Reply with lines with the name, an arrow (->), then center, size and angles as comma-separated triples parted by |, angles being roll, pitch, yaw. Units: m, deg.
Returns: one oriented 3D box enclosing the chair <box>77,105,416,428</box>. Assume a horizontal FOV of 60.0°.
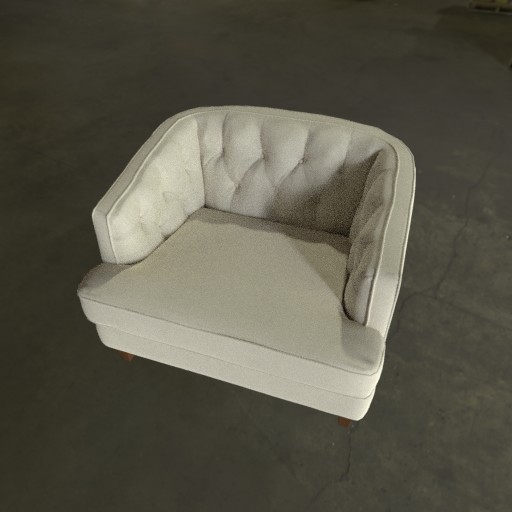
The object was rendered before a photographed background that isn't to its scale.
chair -> 0.000, 0.000, 1.794 | 1.104, 0.852, 0.941 | 13, 43, 14
